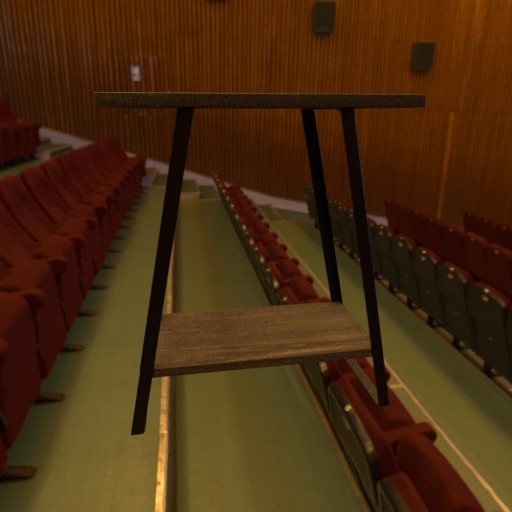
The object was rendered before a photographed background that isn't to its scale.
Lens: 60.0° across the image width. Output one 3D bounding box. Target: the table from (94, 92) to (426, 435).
[{"bbox_3d":[0.000,0.000,1.033,0.599,0.701,0.300,-3,18,-9],"label":"table"}]
